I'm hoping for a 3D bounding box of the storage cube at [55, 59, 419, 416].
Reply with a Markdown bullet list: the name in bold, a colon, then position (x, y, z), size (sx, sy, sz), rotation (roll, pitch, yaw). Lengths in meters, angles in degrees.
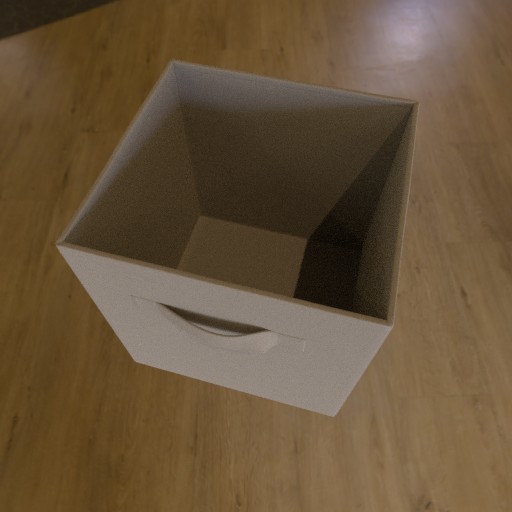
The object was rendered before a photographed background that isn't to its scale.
- **storage cube**: position (0.000, 0.000, 0.507), size (0.270, 0.280, 0.270), rotation (13, 58, 8)
